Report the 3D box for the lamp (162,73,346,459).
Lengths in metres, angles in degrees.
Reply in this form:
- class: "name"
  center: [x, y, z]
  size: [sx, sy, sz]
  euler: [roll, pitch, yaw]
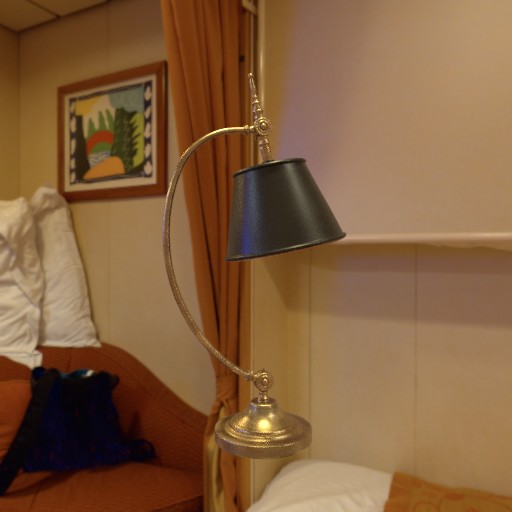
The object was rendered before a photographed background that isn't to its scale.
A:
- class: "lamp"
  center: [0.000, 0.000, 0.825]
  size: [0.344, 0.675, 0.235]
  euler: [0, 0, -19]
